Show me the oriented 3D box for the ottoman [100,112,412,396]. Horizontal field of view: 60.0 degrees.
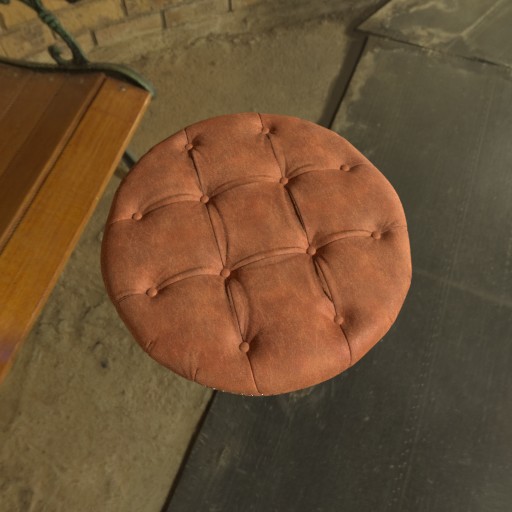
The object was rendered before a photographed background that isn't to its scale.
[{"bbox_3d":[0.000,0.000,1.405,0.901,0.444,0.901,0,62,0],"label":"ottoman"}]
